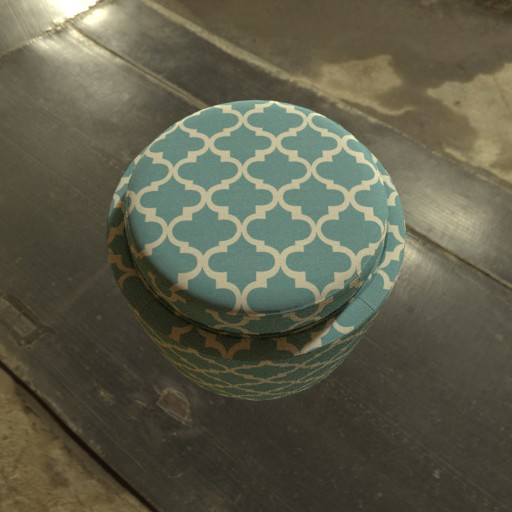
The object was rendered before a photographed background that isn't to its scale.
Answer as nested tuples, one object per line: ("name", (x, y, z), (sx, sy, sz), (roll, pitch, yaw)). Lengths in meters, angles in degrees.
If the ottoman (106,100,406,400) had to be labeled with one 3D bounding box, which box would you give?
("ottoman", (0.000, 0.000, 0.830), (0.480, 0.429, 0.480), (0, 62, 0))
